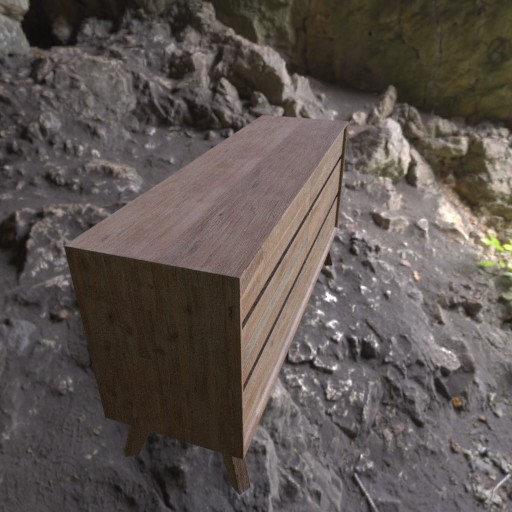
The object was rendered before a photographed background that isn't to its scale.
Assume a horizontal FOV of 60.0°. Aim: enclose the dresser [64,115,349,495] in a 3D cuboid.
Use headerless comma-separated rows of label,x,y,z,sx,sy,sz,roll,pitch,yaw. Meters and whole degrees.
dresser,0.000,0.000,1.845,0.455,0.805,1.554,9,31,16
